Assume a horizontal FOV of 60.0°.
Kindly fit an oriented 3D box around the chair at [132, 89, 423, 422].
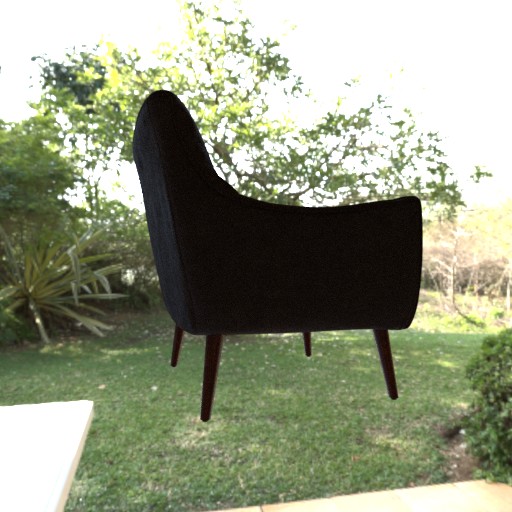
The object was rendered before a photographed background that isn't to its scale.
[{"bbox_3d":[0.000,0.000,1.478,0.787,0.838,0.762,0,0,-18],"label":"chair"}]
